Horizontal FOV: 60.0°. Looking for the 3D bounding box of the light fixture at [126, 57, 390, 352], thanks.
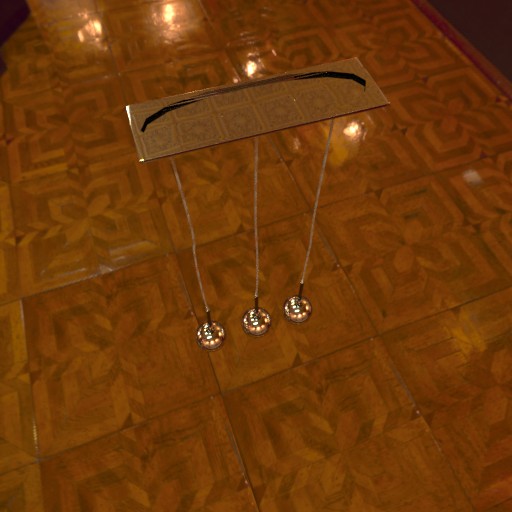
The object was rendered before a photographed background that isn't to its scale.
[{"bbox_3d":[0.000,0.000,1.672,0.623,1.408,0.188,-16,60,-9],"label":"light fixture"}]
